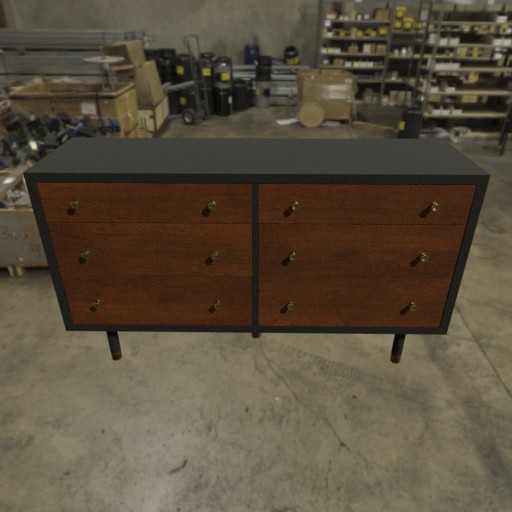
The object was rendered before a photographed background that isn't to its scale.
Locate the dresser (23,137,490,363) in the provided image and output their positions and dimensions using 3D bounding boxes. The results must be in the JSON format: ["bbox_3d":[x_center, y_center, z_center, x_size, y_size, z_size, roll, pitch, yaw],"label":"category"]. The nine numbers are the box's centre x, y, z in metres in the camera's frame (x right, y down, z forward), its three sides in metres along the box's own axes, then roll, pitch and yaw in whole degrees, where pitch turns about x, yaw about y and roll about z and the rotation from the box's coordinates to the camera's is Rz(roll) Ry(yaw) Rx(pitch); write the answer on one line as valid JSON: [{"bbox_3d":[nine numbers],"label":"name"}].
[{"bbox_3d":[0.000,0.000,1.873,1.558,0.872,0.463,0,30,1],"label":"dresser"}]
